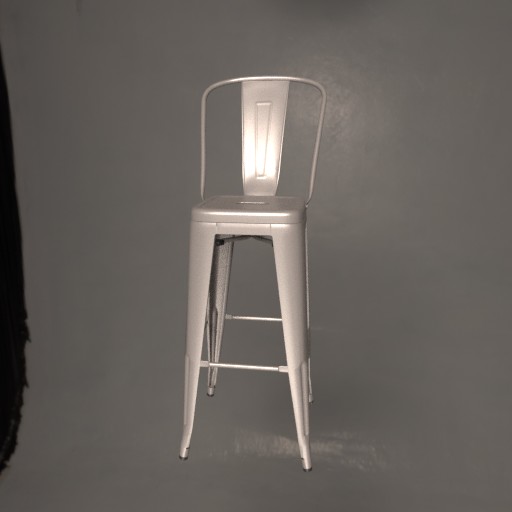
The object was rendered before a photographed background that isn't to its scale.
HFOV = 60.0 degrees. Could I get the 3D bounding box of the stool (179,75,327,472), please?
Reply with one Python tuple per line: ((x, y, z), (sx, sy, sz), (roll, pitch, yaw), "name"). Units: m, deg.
((0.000, 0.000, 1.353), (0.399, 1.096, 0.513), (2, 15, 7), "stool")
